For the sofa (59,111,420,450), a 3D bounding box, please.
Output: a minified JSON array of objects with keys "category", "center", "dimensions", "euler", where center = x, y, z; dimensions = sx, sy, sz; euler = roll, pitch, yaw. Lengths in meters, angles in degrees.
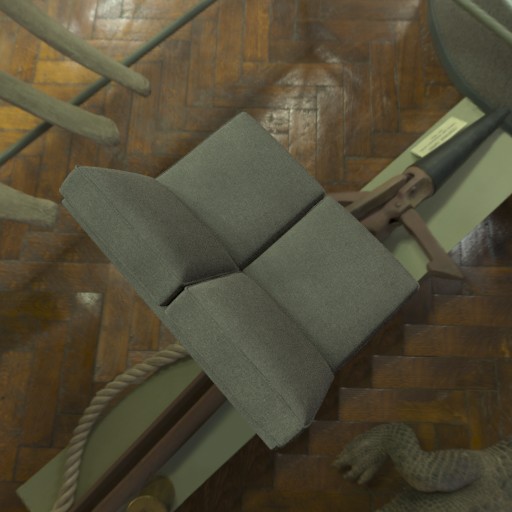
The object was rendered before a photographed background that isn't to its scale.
[{"category":"sofa","center":[0.000,0.000,2.007],"dimensions":[0.951,1.008,1.237],"euler":[-41,79,-10]}]
